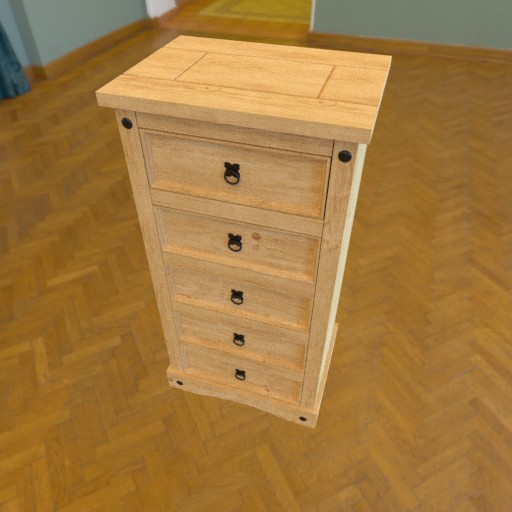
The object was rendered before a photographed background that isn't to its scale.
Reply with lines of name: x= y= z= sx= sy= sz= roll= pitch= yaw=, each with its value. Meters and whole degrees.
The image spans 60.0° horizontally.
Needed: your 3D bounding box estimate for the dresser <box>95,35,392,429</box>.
dresser: x=0.000 y=0.000 z=1.284 sx=0.531 sy=1.041 sz=0.390 roll=12 pitch=43 yaw=13
